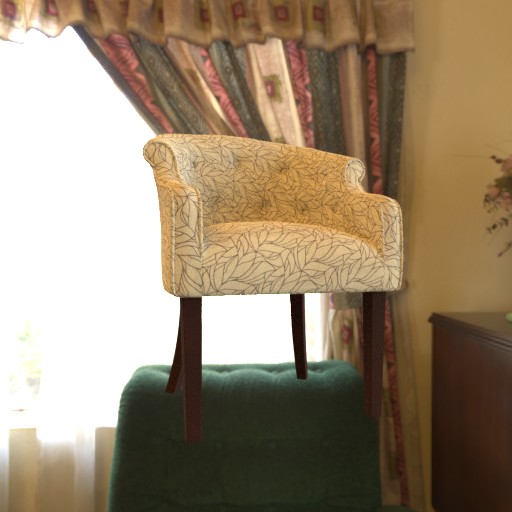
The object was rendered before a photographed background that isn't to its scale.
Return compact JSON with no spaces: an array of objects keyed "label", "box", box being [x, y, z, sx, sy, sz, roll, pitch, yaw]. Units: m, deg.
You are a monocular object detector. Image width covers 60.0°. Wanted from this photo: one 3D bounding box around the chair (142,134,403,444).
[{"label":"chair","box":[0.000,0.000,1.343,0.686,0.858,0.613,0,0,-20]}]
